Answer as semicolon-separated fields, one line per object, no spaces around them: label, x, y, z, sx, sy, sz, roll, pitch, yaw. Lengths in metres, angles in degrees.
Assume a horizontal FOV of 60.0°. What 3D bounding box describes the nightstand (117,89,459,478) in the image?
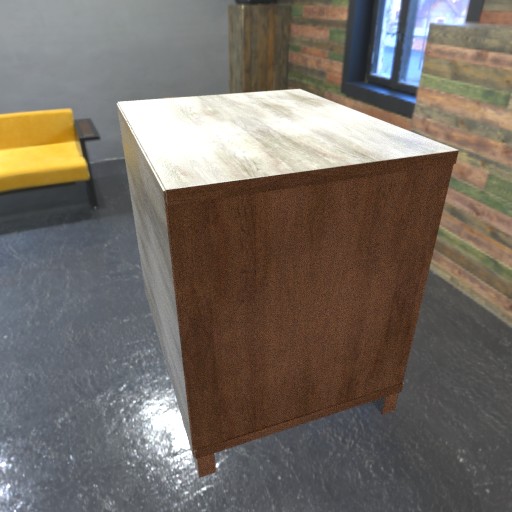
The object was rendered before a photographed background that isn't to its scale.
nightstand;0.000;0.000;0.750;0.347;0.448;0.427;-11;32;-18
